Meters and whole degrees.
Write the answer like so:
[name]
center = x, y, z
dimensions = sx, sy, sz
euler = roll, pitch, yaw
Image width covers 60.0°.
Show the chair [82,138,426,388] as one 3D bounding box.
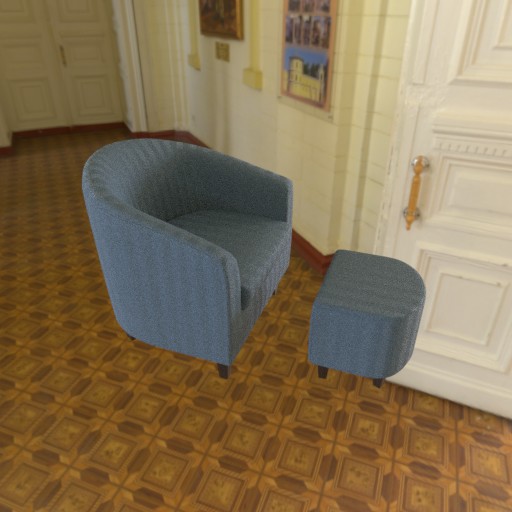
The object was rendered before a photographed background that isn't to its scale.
[chair]
center = 0.000, 0.000, 1.748
dimensions = 1.288, 0.757, 0.756
euler = 11, 32, 17
